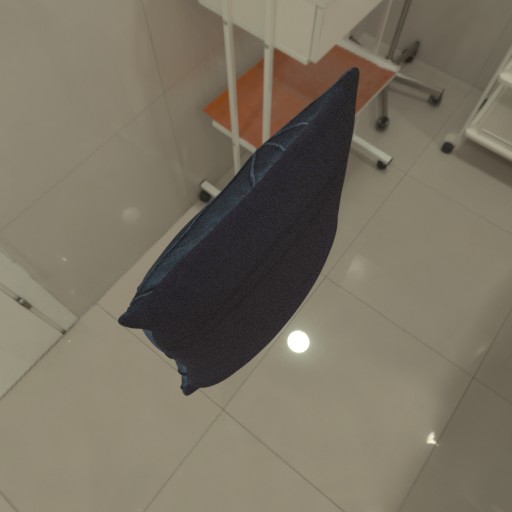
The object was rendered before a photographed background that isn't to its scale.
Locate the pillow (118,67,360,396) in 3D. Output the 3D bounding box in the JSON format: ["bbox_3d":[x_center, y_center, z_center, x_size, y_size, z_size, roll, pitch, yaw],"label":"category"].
[{"bbox_3d":[0.000,0.000,0.691,0.183,0.440,0.439,35,69,16],"label":"pillow"}]
